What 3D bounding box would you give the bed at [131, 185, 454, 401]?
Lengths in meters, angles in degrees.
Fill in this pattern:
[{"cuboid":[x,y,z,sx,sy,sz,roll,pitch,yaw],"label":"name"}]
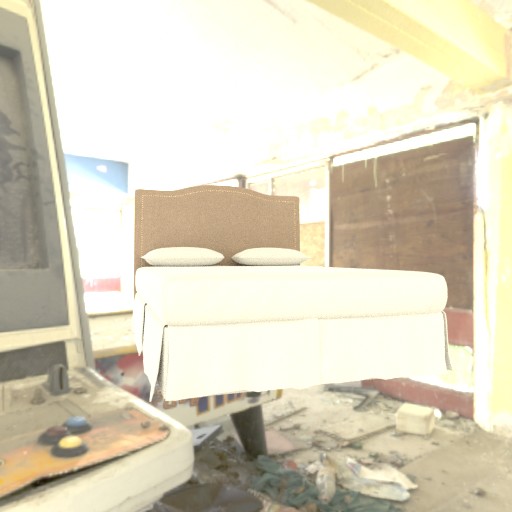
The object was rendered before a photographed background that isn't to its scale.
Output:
[{"cuboid":[0.000,0.000,3.461,1.821,1.436,2.282,0,0,-19],"label":"bed"}]
